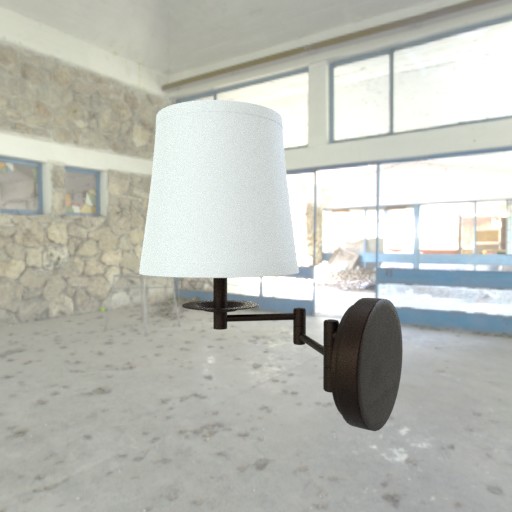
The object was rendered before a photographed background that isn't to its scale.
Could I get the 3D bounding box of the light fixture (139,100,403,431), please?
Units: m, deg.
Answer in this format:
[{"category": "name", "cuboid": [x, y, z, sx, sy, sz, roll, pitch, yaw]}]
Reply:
[{"category": "light fixture", "cuboid": [0.000, 0.000, 0.267, 0.157, 0.172, 0.100, 1, 2, 35]}]
